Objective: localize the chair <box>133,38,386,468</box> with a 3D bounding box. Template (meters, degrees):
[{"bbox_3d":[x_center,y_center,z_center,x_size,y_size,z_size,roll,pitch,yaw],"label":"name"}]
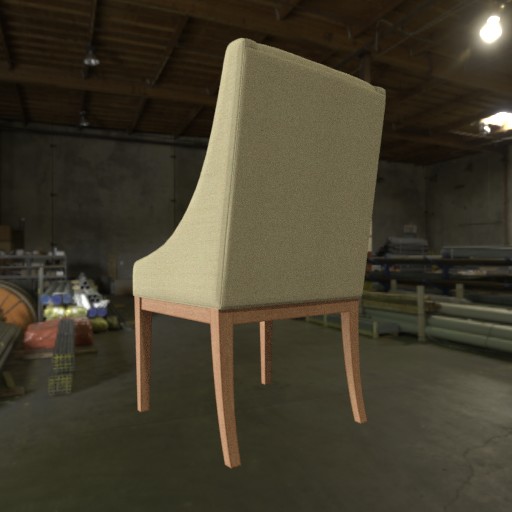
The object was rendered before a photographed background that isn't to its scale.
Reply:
[{"bbox_3d":[0.000,0.000,1.404,0.575,1.021,0.611,0,0,-37],"label":"chair"}]
